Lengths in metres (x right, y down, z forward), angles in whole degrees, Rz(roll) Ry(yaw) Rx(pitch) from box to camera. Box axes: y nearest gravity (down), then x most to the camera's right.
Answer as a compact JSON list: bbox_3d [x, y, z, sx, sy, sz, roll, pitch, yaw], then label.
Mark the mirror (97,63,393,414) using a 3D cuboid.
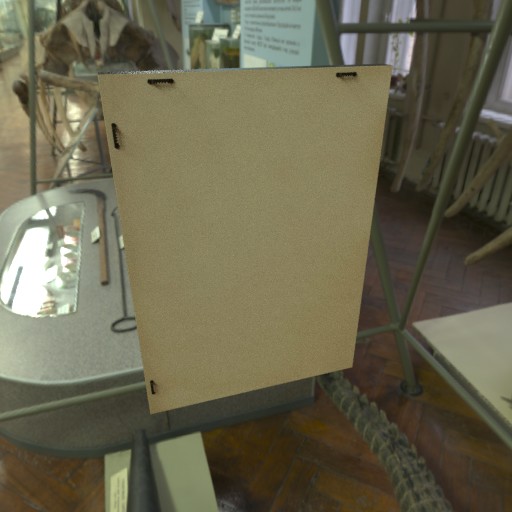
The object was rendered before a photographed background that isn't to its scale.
[{"bbox_3d":[0.000,0.000,0.909,0.507,0.710,0.039,-8,29,-15],"label":"mirror"}]
